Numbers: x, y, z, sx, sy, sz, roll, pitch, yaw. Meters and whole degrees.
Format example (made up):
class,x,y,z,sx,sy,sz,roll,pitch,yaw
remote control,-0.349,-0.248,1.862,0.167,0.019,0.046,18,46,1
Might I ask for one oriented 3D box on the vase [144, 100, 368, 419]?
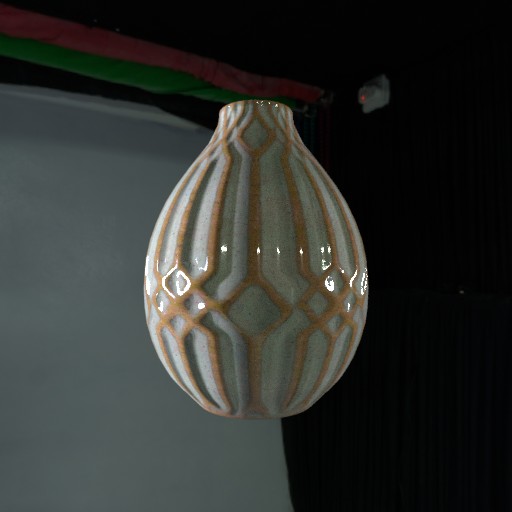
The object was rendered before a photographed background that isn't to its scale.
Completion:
class,x,y,z,sx,sy,sz,roll,pitch,yaw
vase,0.000,0.000,0.268,0.131,0.175,0.131,0,-1,0
